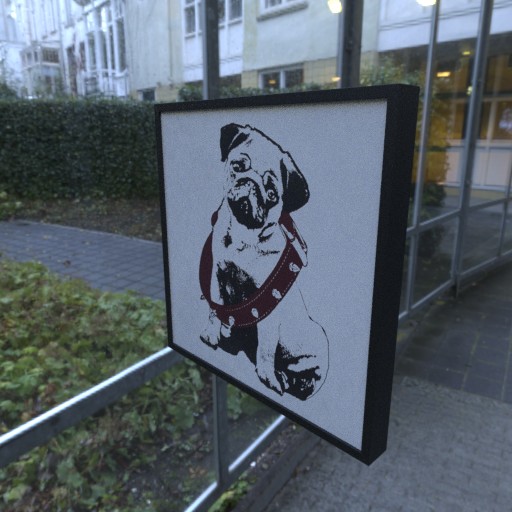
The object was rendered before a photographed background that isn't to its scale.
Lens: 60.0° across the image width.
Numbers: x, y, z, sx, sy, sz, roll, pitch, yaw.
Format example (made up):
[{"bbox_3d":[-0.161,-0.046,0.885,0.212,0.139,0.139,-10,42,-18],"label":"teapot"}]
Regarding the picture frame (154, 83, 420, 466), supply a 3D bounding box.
[{"bbox_3d":[0.000,0.000,0.469,0.030,0.317,0.317,-15,21,-42],"label":"picture frame"}]
